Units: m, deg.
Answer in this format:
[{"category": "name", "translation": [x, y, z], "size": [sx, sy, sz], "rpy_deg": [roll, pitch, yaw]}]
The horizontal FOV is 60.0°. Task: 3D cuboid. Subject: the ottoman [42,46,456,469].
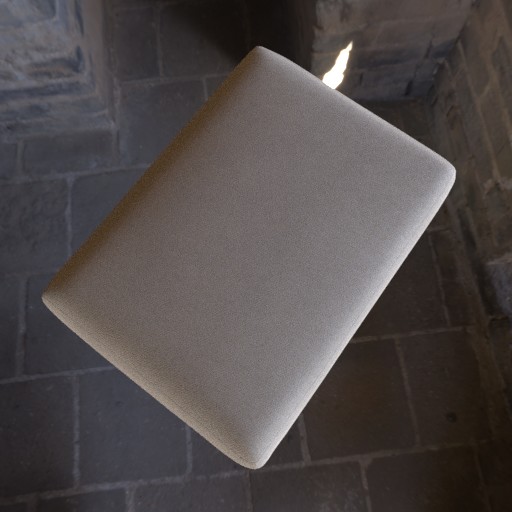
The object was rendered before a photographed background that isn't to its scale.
[{"category": "ottoman", "translation": [0.000, 0.000, 1.117], "size": [0.569, 0.504, 0.773], "rpy_deg": [36, 79, 8]}]
